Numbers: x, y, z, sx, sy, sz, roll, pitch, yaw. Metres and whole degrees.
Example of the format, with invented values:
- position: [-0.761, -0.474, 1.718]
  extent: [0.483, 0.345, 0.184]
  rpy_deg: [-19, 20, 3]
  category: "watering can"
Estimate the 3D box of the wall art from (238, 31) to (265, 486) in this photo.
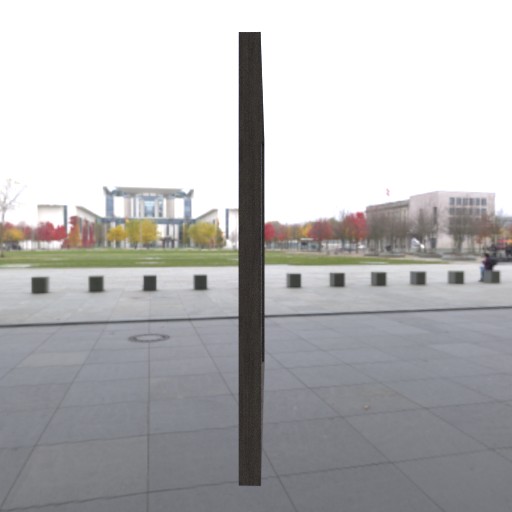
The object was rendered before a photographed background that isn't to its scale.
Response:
- position: [0.000, 0.000, 1.123]
  extent: [0.038, 0.762, 0.762]
  rpy_deg: [0, 1, 2]
  category: "wall art"
